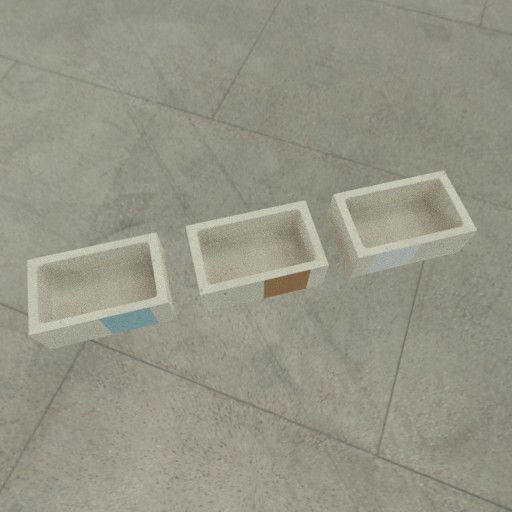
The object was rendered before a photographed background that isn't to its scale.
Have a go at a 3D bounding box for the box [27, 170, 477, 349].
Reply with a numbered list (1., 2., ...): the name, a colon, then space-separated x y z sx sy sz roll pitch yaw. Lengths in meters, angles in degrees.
1. box: 0.000 0.000 0.482 0.461 0.051 0.082 -13 64 -6
